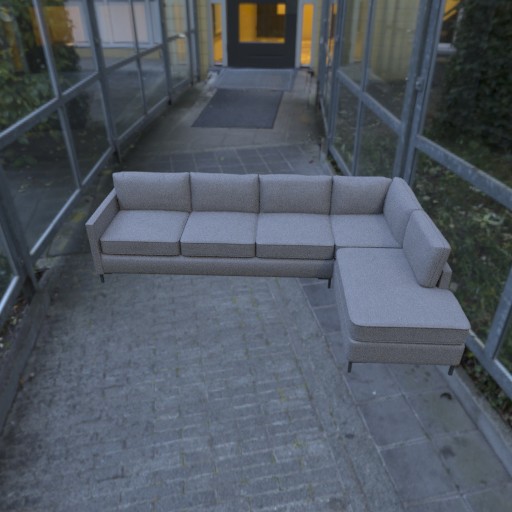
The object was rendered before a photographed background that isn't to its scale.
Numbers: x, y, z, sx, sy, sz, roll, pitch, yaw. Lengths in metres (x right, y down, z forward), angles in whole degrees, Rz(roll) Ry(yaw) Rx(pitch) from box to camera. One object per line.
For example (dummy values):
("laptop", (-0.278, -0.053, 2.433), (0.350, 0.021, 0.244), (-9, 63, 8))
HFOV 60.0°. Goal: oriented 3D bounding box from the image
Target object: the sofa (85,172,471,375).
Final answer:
("sofa", (0.000, 0.000, 4.255), (3.331, 0.964, 2.077), (1, 32, 2))
